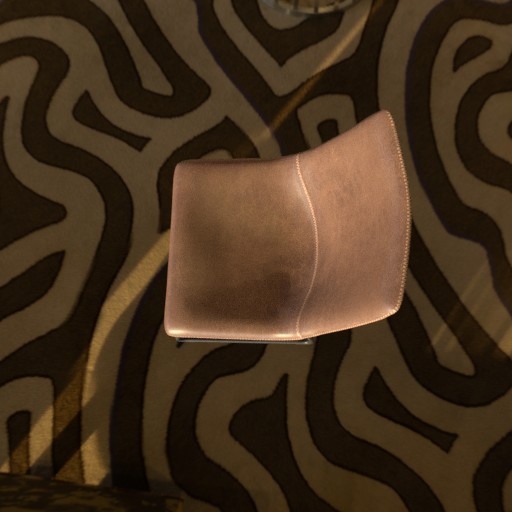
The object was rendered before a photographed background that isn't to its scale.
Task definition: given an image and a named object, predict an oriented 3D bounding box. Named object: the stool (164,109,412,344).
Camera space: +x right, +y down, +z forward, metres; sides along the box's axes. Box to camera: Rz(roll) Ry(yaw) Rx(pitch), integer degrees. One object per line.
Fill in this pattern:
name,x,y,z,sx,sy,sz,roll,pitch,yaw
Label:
stool,0.000,0.000,1.208,0.550,0.890,0.460,1,77,0
